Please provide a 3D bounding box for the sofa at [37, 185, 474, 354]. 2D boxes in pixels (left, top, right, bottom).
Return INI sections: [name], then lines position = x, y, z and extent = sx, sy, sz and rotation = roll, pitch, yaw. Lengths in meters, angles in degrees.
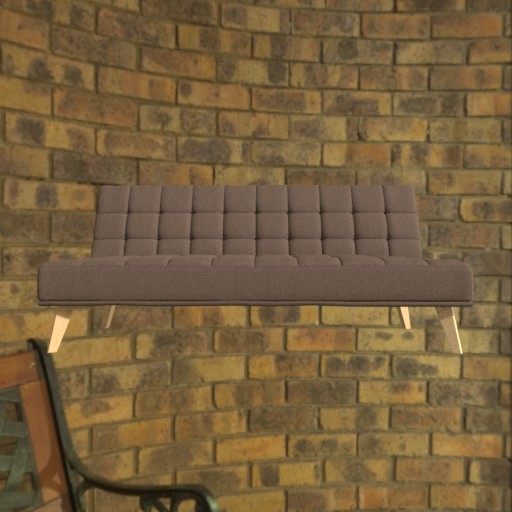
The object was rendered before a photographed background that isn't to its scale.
[sofa]
position = 0.000, 0.000, 2.226
extent = 1.800, 0.810, 0.860
rotation = 0, 0, 1
